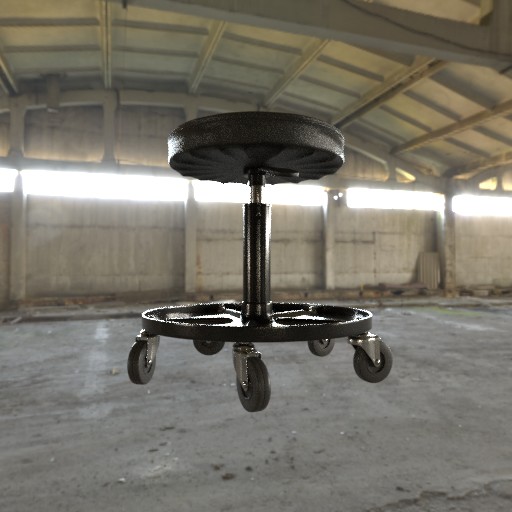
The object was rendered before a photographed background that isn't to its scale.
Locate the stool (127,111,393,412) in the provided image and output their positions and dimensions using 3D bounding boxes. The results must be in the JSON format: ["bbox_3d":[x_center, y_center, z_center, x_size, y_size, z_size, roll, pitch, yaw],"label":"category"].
[{"bbox_3d":[0.000,0.000,0.684,0.381,0.365,0.382,0,-2,-18],"label":"stool"}]
